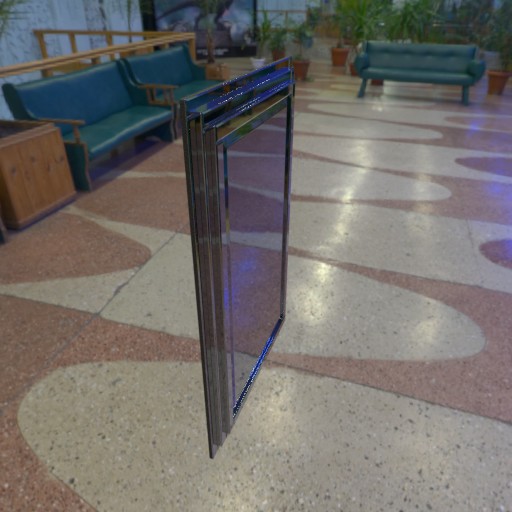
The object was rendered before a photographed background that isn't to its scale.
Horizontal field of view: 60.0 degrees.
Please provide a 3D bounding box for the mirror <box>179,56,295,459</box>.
[{"bbox_3d":[0.000,0.000,1.183,0.039,0.914,0.613,11,32,17],"label":"mirror"}]
